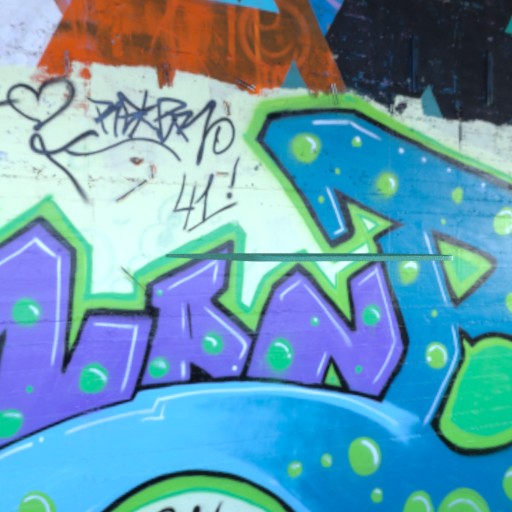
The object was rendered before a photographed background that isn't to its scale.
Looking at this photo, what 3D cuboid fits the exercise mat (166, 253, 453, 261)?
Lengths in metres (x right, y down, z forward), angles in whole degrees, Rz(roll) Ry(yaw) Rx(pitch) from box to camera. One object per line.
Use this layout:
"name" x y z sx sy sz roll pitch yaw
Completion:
"exercise mat" 0.000 0.000 2.031 0.616 0.021 1.869 0 0 -18
